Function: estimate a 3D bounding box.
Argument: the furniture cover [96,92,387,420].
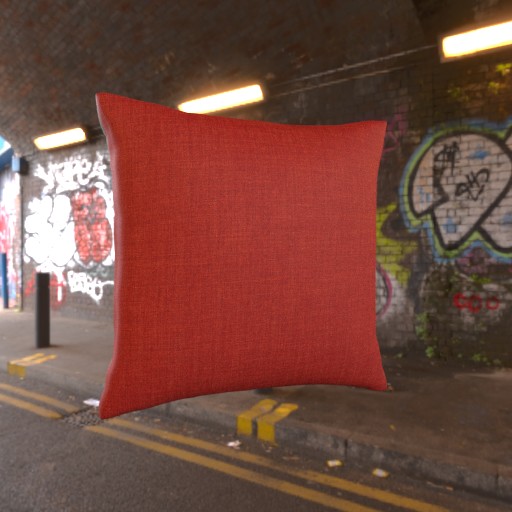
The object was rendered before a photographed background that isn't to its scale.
[{"bbox_3d":[0.000,0.000,0.759,0.517,0.508,0.158,0,0,-18],"label":"furniture cover"}]
